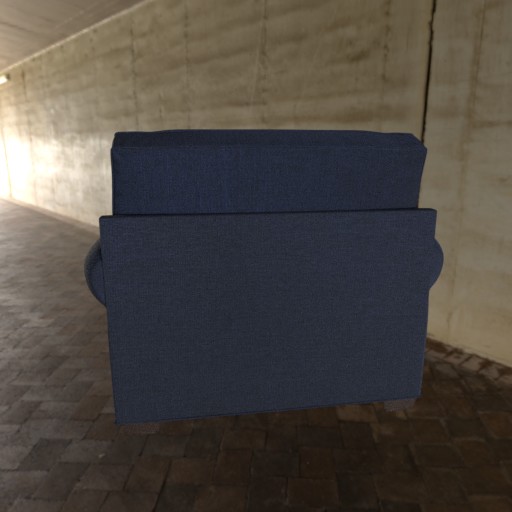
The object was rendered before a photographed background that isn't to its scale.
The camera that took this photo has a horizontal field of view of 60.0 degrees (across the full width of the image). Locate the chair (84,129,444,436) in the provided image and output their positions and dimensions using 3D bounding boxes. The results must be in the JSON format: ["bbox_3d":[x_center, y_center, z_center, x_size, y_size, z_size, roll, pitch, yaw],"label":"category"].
[{"bbox_3d":[0.000,0.000,1.943,1.285,1.044,0.963,-2,14,-9],"label":"chair"}]
